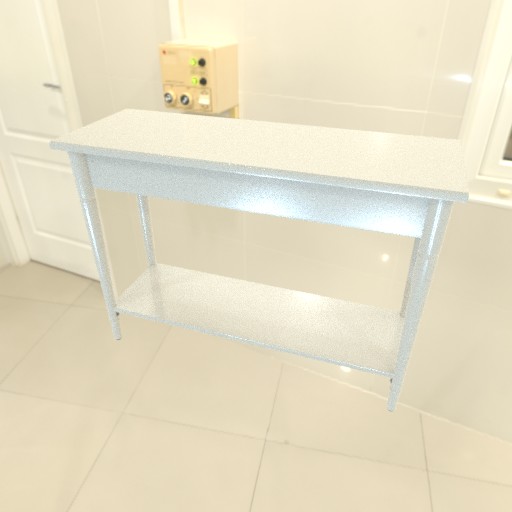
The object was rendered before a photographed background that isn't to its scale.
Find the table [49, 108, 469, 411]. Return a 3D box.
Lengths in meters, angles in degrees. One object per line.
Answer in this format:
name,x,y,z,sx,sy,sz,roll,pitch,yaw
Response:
table,0.000,0.000,1.415,1.067,0.749,0.381,10,34,16
